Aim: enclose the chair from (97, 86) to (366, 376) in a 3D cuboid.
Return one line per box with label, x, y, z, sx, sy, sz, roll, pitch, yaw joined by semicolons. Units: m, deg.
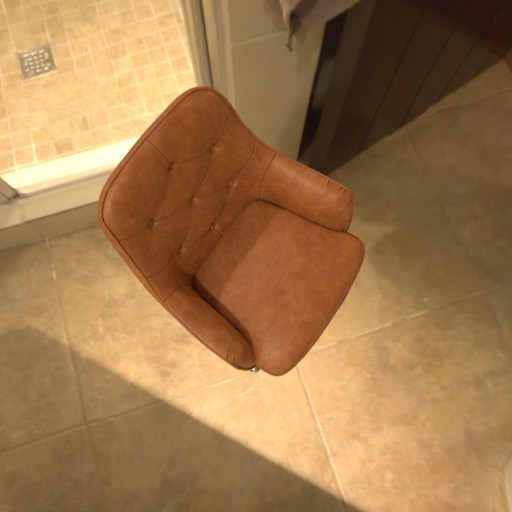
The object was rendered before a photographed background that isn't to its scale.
chair;0.000;0.000;1.384;0.615;0.909;0.628;34;77;9
